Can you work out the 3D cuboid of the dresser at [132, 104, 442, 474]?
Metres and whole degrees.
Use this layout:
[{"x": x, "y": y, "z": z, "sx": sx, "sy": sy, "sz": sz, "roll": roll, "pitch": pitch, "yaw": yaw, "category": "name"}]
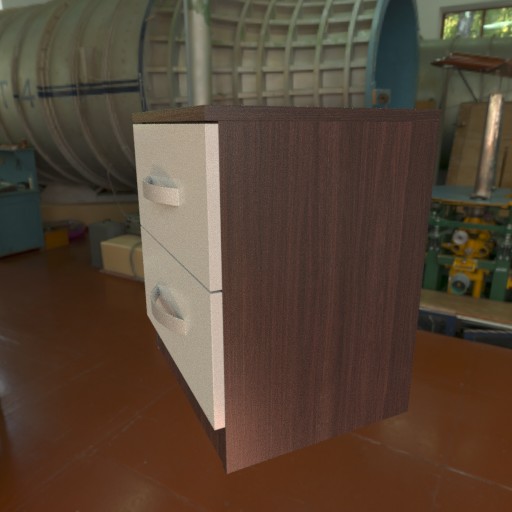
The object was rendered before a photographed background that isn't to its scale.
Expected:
[{"x": 0.000, "y": 0.000, "z": 0.759, "sx": 0.360, "sy": 0.470, "sz": 0.400, "roll": -8, "pitch": 18, "yaw": -24, "category": "dresser"}]
